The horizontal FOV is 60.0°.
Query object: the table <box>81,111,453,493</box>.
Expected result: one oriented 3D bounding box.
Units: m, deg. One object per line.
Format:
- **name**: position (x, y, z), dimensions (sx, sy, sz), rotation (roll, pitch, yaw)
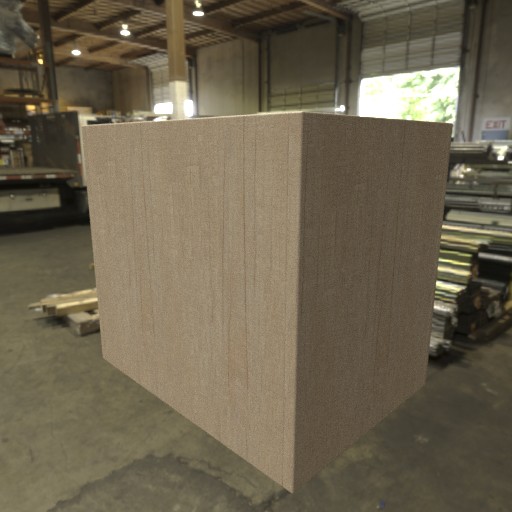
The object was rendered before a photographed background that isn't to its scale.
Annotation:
- **table**: position (0.000, 0.000, 0.895), dimensions (0.420, 0.510, 0.570), rotation (-14, 20, -43)
